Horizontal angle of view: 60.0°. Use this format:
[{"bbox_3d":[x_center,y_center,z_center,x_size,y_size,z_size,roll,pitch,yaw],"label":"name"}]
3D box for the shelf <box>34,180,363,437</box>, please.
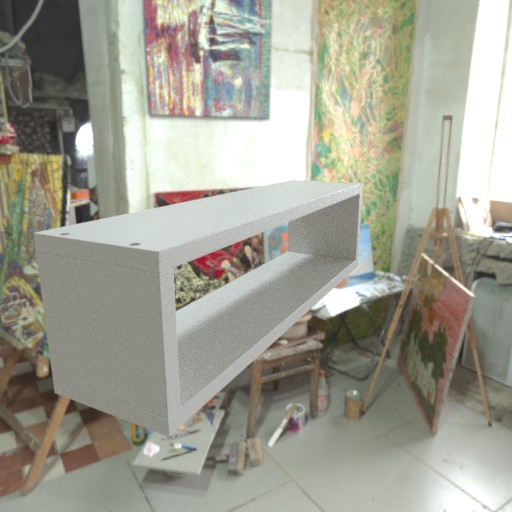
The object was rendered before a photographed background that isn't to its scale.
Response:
[{"bbox_3d":[0.000,0.000,0.665,0.150,0.170,0.610,8,17,27],"label":"shelf"}]
